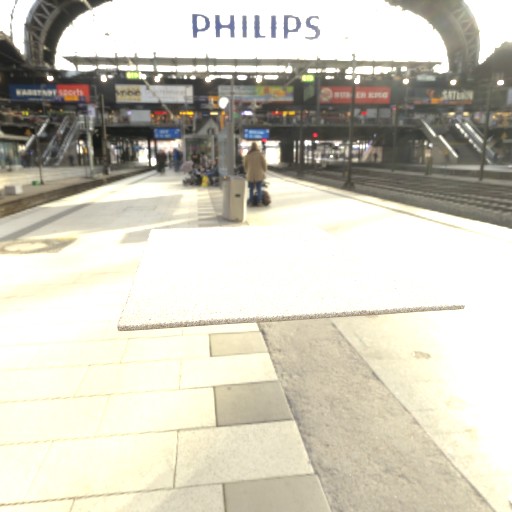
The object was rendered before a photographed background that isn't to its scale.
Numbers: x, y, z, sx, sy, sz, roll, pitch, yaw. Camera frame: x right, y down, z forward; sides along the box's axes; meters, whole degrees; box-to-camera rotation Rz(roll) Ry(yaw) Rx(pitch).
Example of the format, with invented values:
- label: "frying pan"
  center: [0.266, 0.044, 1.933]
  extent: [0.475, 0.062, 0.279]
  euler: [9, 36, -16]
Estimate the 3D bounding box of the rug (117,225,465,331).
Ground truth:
- label: "rug"
  center: [0.000, 0.000, 3.498]
  extent: [1.778, 0.030, 2.743]
  euler: [-2, 13, -10]
